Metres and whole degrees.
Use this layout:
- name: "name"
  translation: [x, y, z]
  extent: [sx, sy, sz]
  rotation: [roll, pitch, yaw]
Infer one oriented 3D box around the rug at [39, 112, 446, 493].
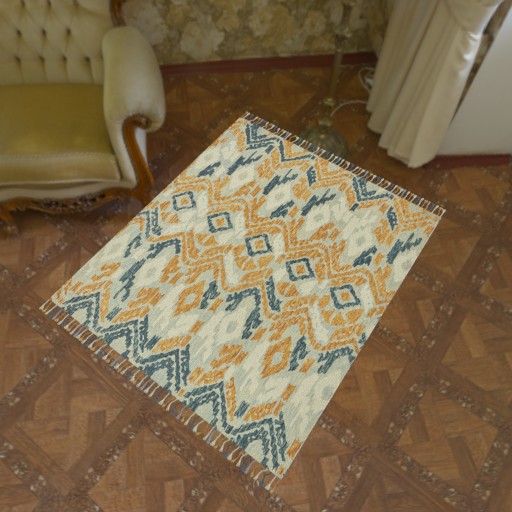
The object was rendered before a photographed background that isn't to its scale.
- name: "rug"
  translation: [0.000, 0.000, 4.099]
  extent: [2.439, 0.010, 3.048]
  rotation: [31, 64, 17]
